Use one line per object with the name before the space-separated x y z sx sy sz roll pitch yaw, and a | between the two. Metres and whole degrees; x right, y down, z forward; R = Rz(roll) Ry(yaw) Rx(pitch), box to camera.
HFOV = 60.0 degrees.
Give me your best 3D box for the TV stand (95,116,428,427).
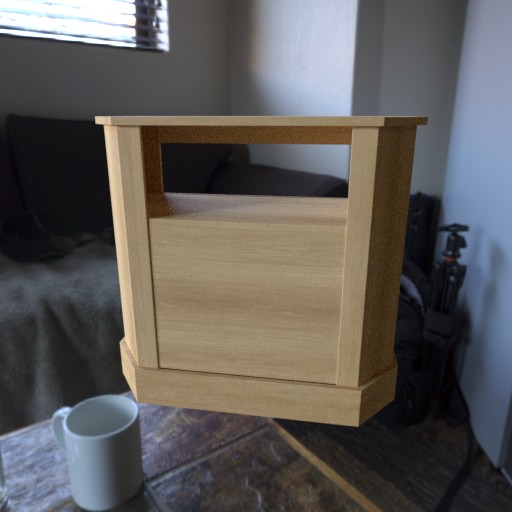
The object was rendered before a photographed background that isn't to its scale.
TV stand | 0.000 0.000 1.300 0.851 0.781 0.425 3 18 9
